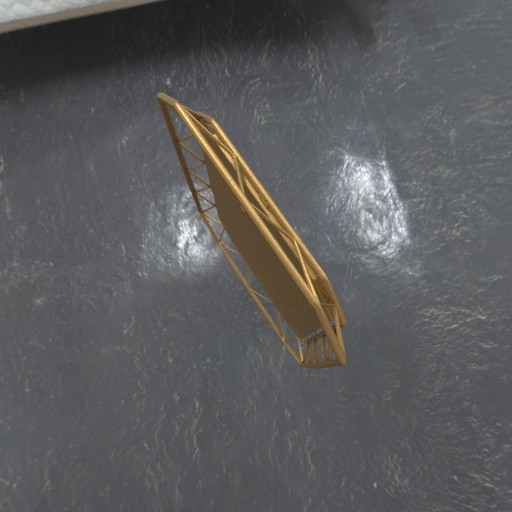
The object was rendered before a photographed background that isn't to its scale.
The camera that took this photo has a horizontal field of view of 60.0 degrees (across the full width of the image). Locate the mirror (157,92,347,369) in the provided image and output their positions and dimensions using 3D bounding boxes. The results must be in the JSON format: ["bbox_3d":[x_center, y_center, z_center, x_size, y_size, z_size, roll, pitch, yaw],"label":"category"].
[{"bbox_3d":[0.000,0.000,0.744,0.042,0.566,0.417,-33,78,-8],"label":"mirror"}]
